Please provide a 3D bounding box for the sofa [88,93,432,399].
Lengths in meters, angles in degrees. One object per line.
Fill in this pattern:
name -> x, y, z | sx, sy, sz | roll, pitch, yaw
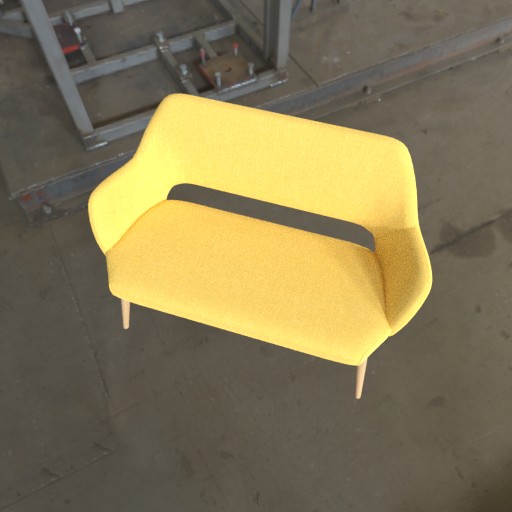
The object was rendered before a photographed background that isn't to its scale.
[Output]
sofa -> 0.000, 0.000, 1.636 | 1.150, 0.840, 0.610 | 15, 60, 9
